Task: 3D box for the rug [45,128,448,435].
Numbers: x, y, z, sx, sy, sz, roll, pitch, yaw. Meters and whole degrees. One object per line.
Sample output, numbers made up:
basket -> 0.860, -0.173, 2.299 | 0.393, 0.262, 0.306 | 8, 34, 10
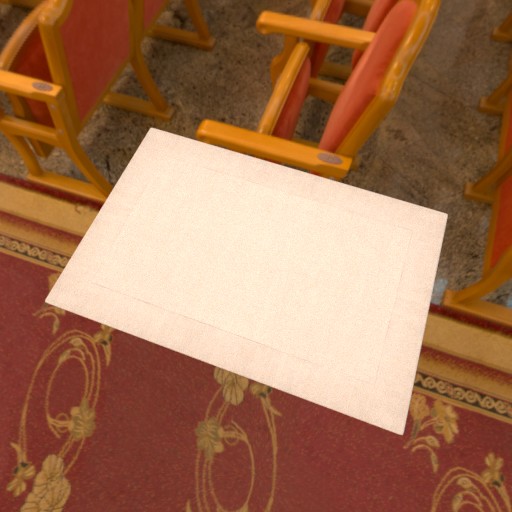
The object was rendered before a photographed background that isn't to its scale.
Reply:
rug -> 0.000, 0.000, 2.351 | 1.829, 0.013, 1.219 | 18, 65, 9
